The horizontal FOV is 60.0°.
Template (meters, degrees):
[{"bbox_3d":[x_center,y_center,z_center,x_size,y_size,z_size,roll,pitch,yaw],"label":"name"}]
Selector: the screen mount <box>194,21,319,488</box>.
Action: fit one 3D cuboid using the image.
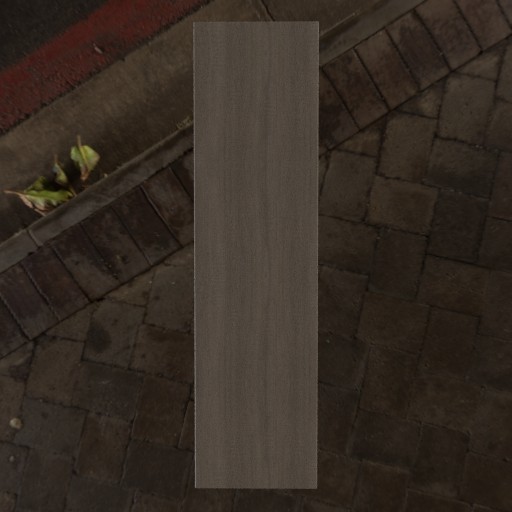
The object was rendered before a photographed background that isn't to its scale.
[{"bbox_3d":[0.000,0.000,1.678,0.401,0.509,1.500,0,91,1],"label":"screen mount"}]
